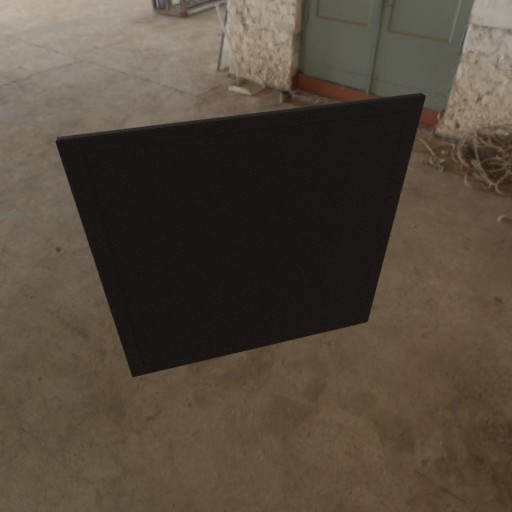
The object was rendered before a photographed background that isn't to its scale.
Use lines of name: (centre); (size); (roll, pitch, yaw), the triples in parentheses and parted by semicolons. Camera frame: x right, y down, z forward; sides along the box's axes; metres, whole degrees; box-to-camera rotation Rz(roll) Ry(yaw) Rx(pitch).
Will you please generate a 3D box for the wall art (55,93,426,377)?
wall art: (0.000, 0.000, 0.839); (0.562, 0.558, 0.012); (-11, 43, -12)
